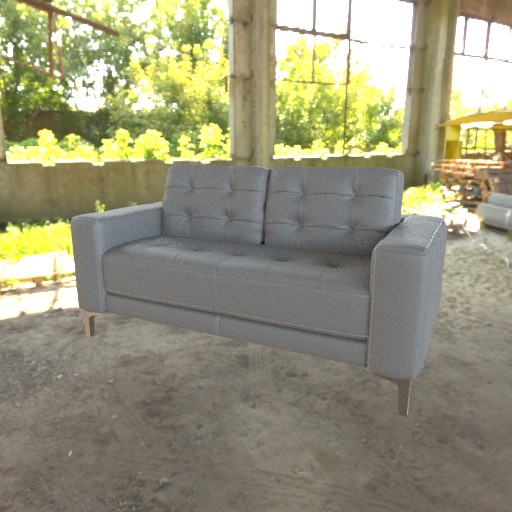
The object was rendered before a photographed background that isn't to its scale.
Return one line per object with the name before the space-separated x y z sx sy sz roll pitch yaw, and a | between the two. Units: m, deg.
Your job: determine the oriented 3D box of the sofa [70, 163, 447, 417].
sofa | 0.000 0.000 2.242 1.726 0.892 0.833 7 15 26
